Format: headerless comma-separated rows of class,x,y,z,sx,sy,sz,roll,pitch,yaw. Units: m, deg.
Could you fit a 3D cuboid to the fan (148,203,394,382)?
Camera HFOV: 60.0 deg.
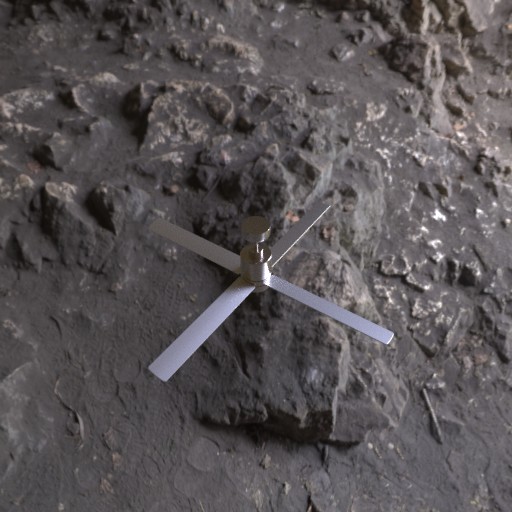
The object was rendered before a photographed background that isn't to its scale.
fan,0.000,0.000,1.983,1.322,0.355,1.322,25,48,25
